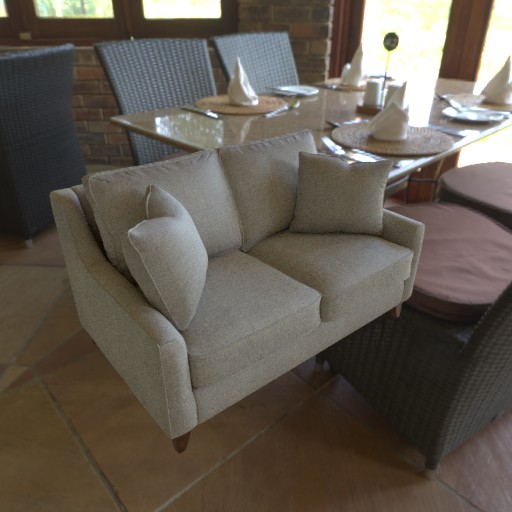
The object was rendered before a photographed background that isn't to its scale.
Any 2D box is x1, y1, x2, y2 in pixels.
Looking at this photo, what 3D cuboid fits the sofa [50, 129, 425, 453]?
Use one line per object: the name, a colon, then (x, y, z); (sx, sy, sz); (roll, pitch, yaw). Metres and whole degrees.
sofa: (0.000, 0.000, 2.014); (1.422, 0.863, 0.915); (-21, 36, -33)
